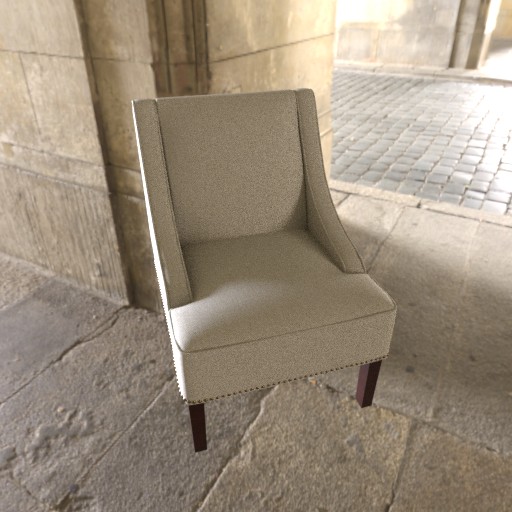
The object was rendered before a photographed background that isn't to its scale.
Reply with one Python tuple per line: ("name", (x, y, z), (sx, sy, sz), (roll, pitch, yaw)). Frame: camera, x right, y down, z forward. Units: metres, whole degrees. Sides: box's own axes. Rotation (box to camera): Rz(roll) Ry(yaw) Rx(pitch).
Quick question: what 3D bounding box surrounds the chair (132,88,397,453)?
("chair", (0.000, 0.000, 1.433), (0.628, 0.872, 0.748), (-9, 33, -14))
